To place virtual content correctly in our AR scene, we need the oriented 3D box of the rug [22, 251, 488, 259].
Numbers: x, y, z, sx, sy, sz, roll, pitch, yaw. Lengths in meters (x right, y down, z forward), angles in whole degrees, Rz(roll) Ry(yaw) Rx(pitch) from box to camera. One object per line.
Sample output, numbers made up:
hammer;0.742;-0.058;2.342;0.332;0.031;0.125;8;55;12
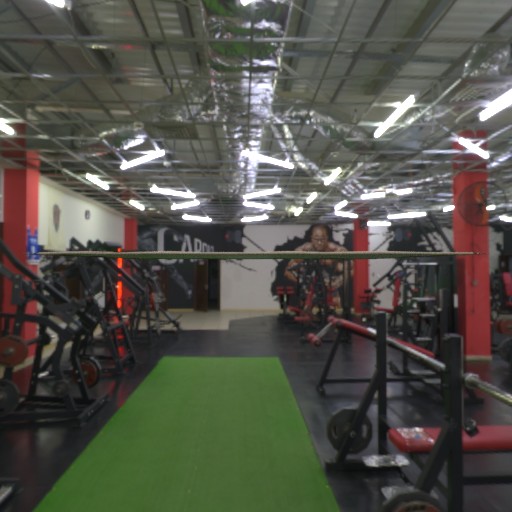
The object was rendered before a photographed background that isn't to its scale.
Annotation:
rug;0.000;0.000;4.100;3.061;0.034;2.426;0;-1;1
